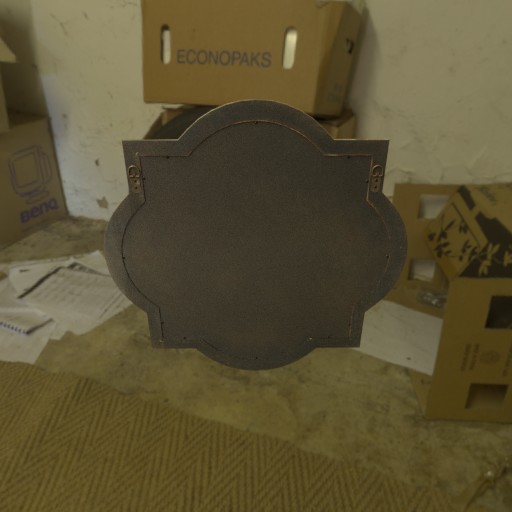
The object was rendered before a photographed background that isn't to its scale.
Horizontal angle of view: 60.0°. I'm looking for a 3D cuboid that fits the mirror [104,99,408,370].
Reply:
[{"bbox_3d":[0.000,0.000,1.040,0.686,0.686,0.019,0,29,0],"label":"mirror"}]
